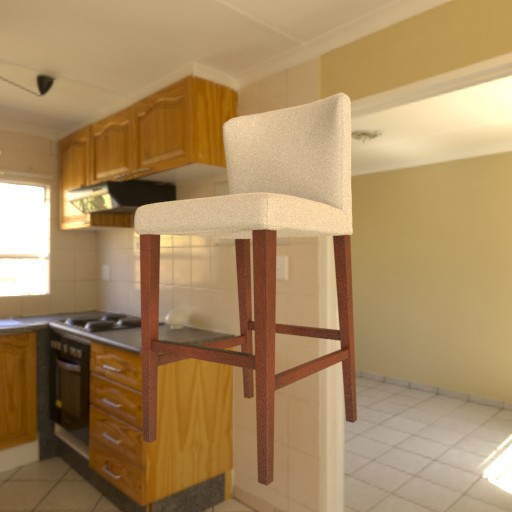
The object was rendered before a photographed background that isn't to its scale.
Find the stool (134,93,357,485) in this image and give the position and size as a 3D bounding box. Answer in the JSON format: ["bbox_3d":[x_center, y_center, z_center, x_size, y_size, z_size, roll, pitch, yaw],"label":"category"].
[{"bbox_3d":[0.000,0.000,1.363,0.479,1.069,0.568,0,0,36],"label":"stool"}]
